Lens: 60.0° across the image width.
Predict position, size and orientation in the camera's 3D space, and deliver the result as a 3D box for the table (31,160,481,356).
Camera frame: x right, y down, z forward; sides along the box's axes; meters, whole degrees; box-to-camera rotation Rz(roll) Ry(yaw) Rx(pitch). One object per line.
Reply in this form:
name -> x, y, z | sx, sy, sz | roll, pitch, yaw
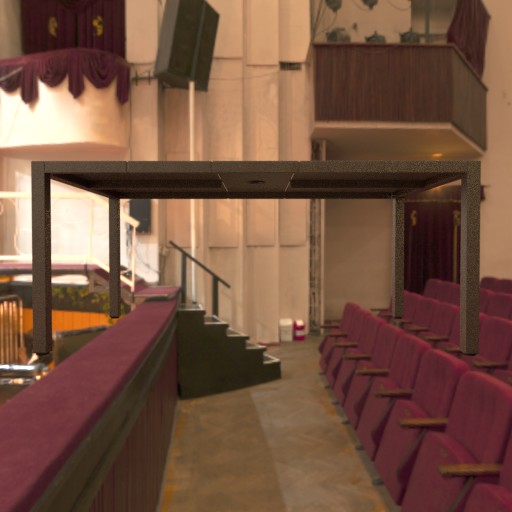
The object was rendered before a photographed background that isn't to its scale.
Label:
table -> 0.000, 0.000, 2.116 | 1.680, 0.735, 0.914 | 0, 1, 0
